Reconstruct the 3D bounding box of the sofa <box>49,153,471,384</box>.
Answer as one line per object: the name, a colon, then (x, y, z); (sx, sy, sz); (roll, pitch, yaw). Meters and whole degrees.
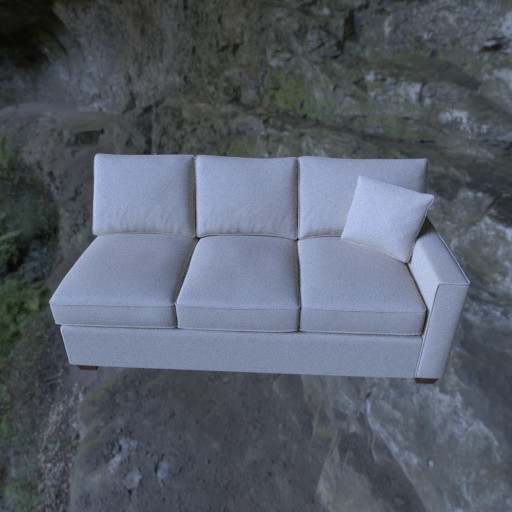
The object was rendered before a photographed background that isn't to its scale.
sofa: (0.000, 0.000, 2.496); (1.963, 0.946, 1.034); (2, 30, 3)
